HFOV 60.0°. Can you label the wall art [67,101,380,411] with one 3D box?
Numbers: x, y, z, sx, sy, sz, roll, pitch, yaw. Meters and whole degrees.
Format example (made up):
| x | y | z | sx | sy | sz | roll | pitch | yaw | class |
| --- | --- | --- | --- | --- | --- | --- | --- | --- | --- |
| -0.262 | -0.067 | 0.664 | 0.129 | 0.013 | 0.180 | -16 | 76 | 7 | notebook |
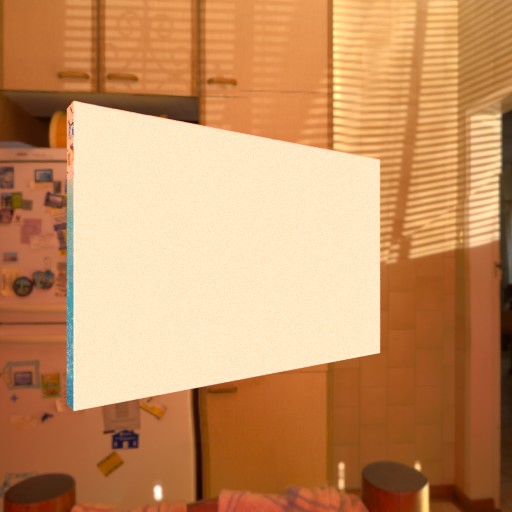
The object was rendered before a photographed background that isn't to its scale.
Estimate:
| x | y | z | sx | sy | sz | roll | pitch | yaw | class |
| --- | --- | --- | --- | --- | --- | --- | --- | --- | --- |
| 0.000 | 0.000 | 0.769 | 0.609 | 0.406 | 0.039 | 0 | 0 | -35 | wall art |
